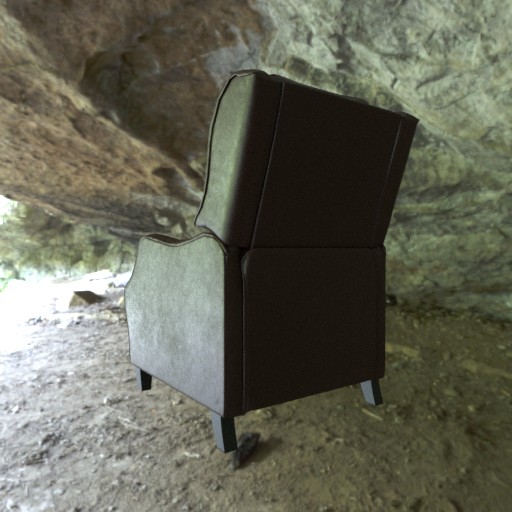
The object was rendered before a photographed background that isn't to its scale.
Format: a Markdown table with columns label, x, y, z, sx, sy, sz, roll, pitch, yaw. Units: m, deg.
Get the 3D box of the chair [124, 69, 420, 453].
| label | x | y | z | sx | sy | sz | roll | pitch | yaw |
| --- | --- | --- | --- | --- | --- | --- | --- | --- | --- |
| chair | 0.000 | 0.000 | 1.758 | 0.770 | 1.132 | 0.982 | -1 | 1 | -36 |
